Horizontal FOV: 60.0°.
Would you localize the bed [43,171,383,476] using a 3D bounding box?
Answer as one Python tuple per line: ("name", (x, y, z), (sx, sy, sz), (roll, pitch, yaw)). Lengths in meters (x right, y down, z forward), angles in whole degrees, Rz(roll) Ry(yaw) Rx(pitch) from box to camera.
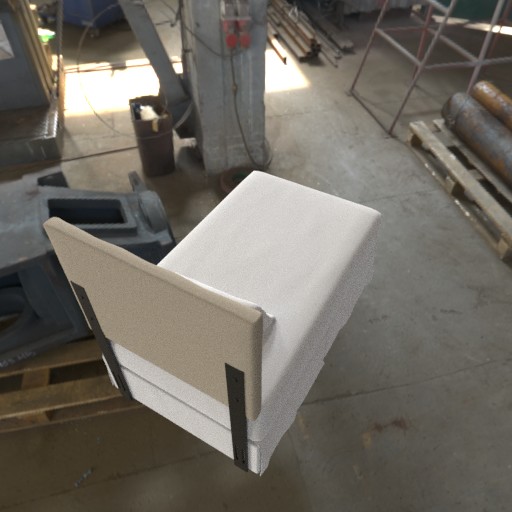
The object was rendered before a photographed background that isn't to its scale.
("bed", (0.000, 0.000, 2.975), (1.261, 1.571, 1.997), (23, 50, 21))
